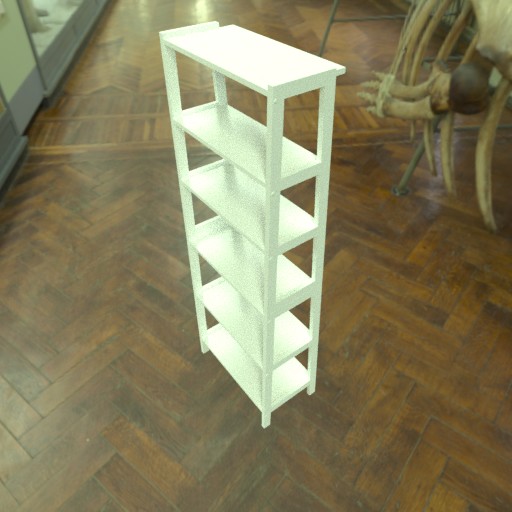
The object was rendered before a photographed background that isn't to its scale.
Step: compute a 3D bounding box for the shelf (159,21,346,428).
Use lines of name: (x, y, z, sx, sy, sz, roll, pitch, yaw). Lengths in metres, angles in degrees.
shelf: (0.000, 0.000, 2.110, 0.381, 1.892, 0.660, -27, 48, -27)
